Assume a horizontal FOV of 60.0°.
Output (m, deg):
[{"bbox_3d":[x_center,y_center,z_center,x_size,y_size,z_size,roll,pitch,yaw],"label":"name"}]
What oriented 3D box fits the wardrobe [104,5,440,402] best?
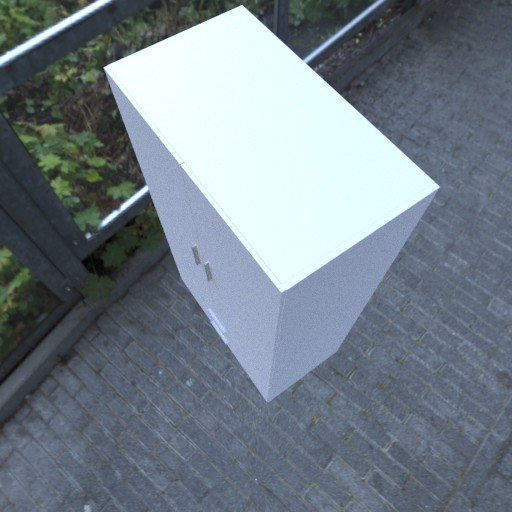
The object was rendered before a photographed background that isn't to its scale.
[{"bbox_3d":[0.000,0.000,2.168,0.577,1.808,0.991,-32,68,-15],"label":"wardrobe"}]
